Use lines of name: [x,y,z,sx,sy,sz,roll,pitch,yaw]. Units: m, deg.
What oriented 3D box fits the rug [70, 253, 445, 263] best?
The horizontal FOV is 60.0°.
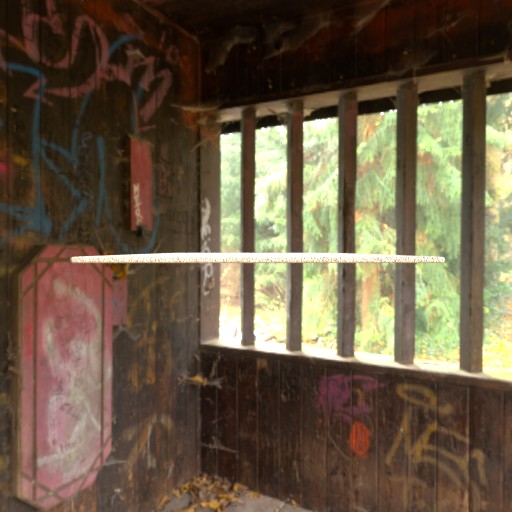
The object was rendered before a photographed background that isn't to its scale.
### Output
rug: [0.000,0.000,3.456,1.778,0.030,2.743,0,1,0]
